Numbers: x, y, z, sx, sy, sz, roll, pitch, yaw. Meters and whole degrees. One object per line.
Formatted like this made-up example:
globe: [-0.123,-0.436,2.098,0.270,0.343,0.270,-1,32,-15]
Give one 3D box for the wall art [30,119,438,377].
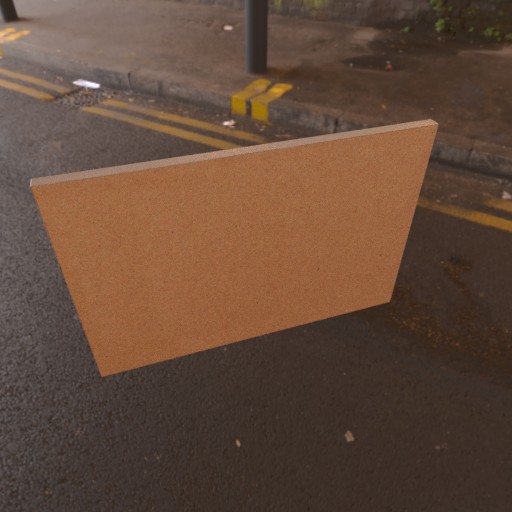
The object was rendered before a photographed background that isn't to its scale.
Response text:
wall art: [0.000,0.000,0.778,0.615,0.410,0.021,-12,41,-14]
